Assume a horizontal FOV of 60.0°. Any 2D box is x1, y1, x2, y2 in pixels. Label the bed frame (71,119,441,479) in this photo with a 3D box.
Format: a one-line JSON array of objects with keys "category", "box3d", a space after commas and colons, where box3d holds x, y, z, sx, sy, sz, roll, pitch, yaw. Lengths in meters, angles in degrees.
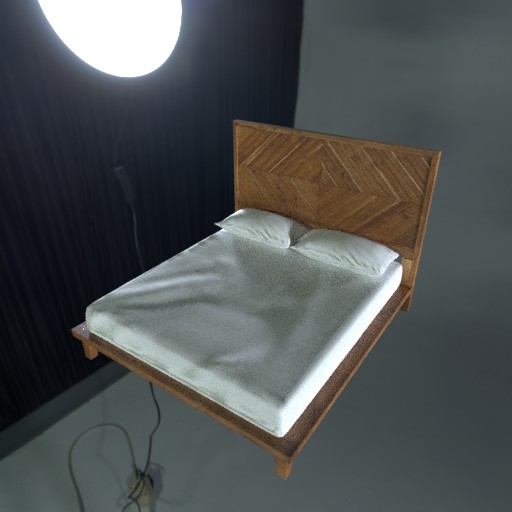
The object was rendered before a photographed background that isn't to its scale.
[{"category": "bed frame", "box3d": [0.000, 0.000, 3.594, 2.038, 1.537, 2.235, 19, 34, 30]}]
